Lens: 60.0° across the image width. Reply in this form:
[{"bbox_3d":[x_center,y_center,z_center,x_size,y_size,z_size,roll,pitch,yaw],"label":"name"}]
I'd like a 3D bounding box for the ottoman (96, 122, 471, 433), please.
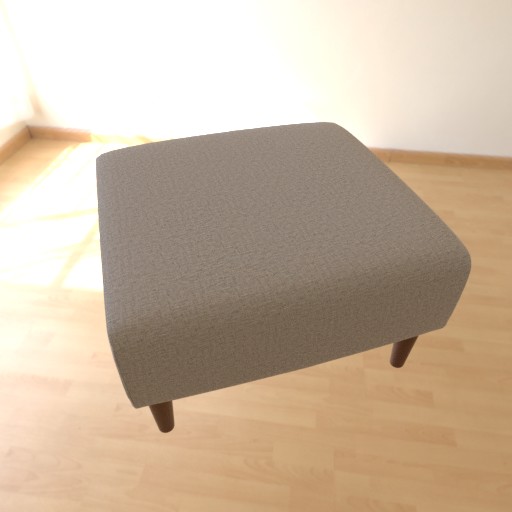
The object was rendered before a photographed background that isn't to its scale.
[{"bbox_3d":[0.000,0.000,1.055,0.655,0.399,0.648,-11,42,-13],"label":"ottoman"}]
